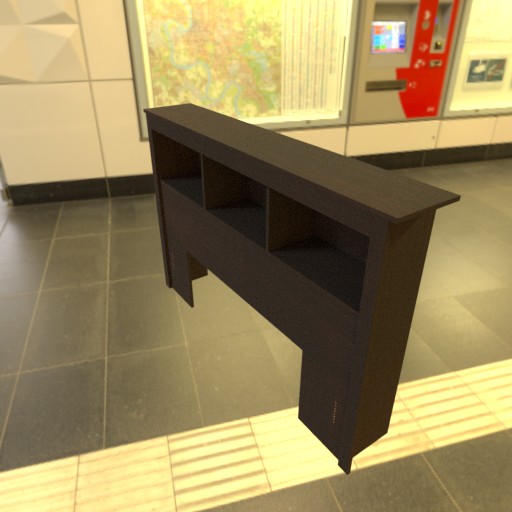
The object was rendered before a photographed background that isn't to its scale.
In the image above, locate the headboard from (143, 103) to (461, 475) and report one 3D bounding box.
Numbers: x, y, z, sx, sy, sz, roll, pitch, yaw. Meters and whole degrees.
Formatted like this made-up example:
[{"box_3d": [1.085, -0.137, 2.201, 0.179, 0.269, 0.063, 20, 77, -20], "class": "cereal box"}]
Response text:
[{"box_3d": [0.000, 0.000, 2.077, 0.279, 1.092, 1.671, -19, 35, -30], "class": "headboard"}]
